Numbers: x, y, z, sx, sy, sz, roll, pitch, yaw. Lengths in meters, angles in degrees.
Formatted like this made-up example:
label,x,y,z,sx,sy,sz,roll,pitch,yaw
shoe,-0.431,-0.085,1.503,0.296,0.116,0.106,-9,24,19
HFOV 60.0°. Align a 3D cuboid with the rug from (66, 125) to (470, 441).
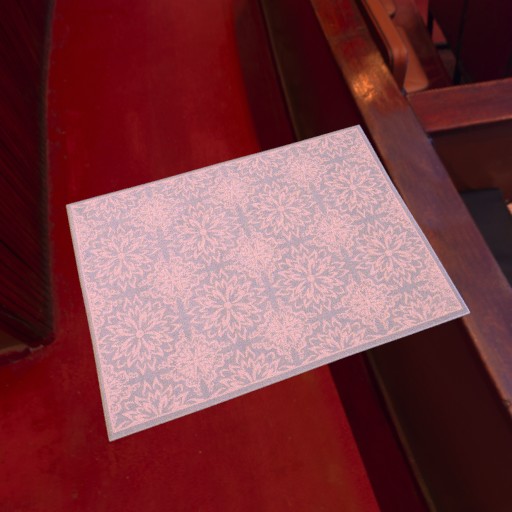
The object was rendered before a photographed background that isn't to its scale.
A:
label,x,y,z,sx,sy,sz,roll,pitch,yaw
rug,0.000,0.000,2.861,2.205,0.014,1.589,-17,65,-8
